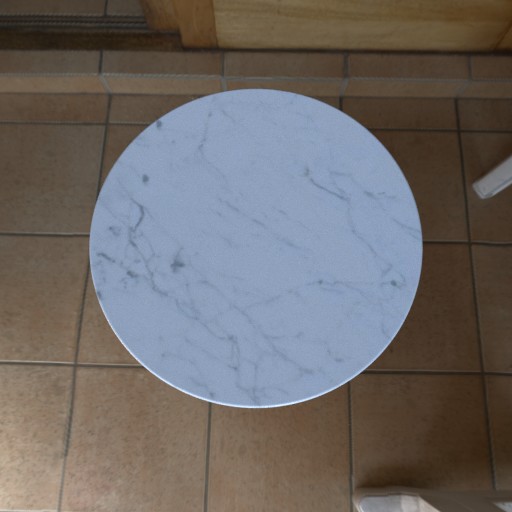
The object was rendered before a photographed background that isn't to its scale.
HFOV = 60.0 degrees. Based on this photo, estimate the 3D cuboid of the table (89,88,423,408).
[{"bbox_3d":[0.000,0.000,1.284,0.800,0.450,0.800,0,76,0],"label":"table"}]
